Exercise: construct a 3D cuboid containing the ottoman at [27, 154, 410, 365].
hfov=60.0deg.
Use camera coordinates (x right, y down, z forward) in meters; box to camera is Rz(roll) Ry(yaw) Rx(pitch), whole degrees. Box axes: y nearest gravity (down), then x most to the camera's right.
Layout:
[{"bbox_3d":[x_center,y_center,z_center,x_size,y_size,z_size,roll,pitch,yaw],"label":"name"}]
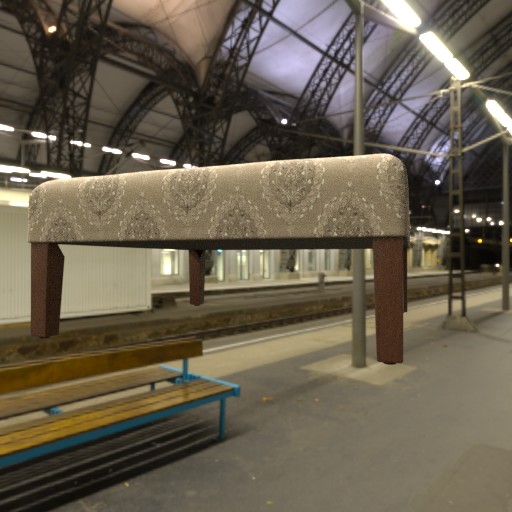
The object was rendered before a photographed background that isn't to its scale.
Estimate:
[{"bbox_3d":[0.000,0.000,1.356,0.889,0.411,0.890,0,-1,19],"label":"ottoman"}]
